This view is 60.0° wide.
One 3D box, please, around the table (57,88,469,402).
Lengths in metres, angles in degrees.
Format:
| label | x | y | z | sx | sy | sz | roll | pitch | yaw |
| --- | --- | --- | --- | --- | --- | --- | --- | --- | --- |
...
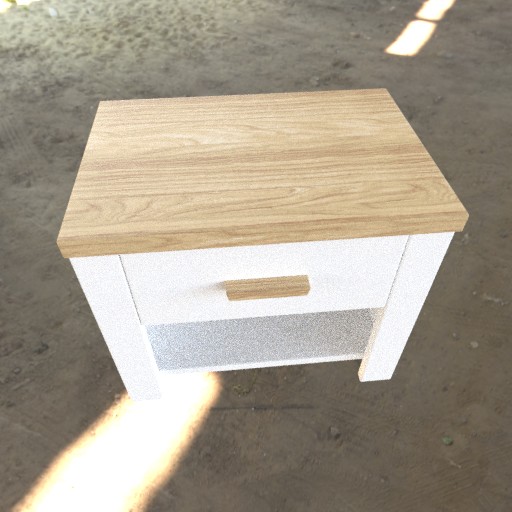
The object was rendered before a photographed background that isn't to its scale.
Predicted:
| label | x | y | z | sx | sy | sz | roll | pitch | yaw |
| --- | --- | --- | --- | --- | --- | --- | --- | --- | --- |
| table | 0.000 | 0.000 | 0.805 | 0.500 | 0.440 | 0.360 | -4 | 46 | -4 |
